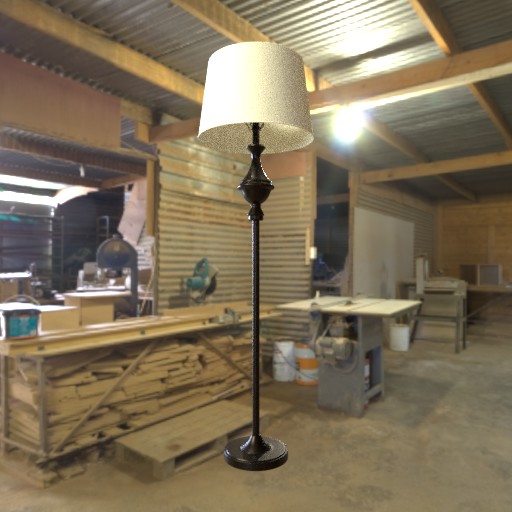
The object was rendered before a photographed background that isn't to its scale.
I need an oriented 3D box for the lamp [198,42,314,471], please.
[{"bbox_3d":[0.000,0.000,1.652,0.431,1.484,0.431,0,-1,0],"label":"lamp"}]
